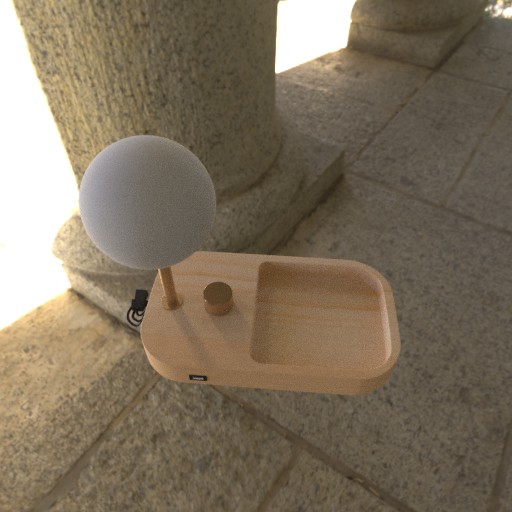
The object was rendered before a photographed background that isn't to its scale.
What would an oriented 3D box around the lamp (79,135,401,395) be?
[{"bbox_3d":[0.000,0.000,0.462,0.331,0.253,0.173,3,47,3],"label":"lamp"}]
